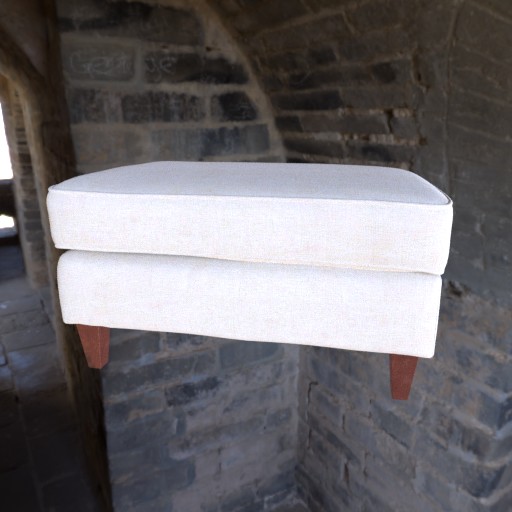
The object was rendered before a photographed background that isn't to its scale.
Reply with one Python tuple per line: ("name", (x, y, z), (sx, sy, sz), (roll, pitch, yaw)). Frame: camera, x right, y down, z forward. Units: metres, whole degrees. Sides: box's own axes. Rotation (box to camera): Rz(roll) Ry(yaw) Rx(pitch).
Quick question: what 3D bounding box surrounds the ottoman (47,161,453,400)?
("ottoman", (0.000, 0.000, 1.201), (0.862, 0.484, 0.583), (3, 17, 10))
